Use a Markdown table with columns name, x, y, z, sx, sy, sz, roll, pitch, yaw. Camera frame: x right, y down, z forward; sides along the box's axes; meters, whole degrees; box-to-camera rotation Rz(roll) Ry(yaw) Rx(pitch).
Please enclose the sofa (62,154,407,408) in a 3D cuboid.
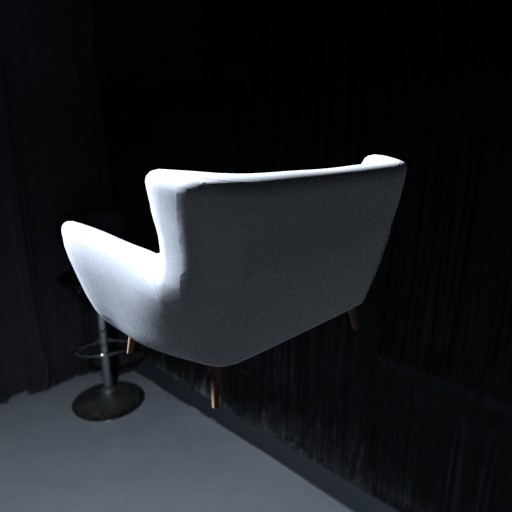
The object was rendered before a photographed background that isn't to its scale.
| name | x | y | z | sx | sy | sz | roll | pitch | yaw |
| --- | --- | --- | --- | --- | --- | --- | --- | --- | --- |
| sofa | 0.000 | 0.000 | 2.033 | 1.424 | 0.878 | 0.921 | -15 | 22 | -43 |
